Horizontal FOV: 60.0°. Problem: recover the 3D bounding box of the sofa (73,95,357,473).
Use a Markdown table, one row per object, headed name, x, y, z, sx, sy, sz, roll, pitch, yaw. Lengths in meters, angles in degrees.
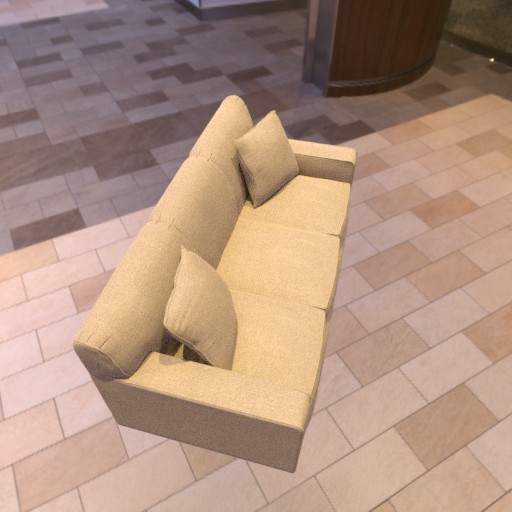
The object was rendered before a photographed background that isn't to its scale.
| name | x | y | z | sx | sy | sz | roll | pitch | yaw |
| --- | --- | --- | --- | --- | --- | --- | --- | --- | --- |
| sofa | 0.000 | 0.000 | 2.605 | 0.997 | 0.958 | 2.024 | 11 | 48 | 10 |
